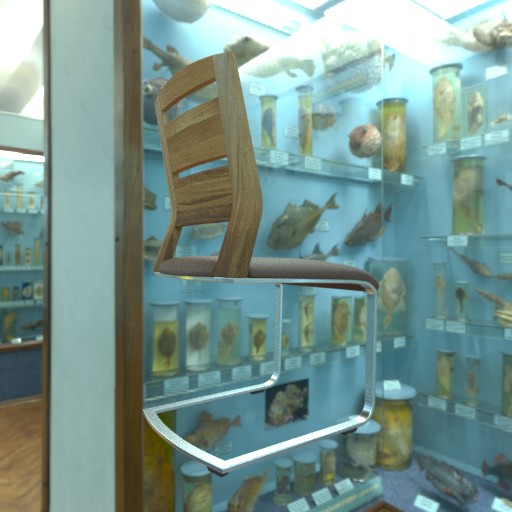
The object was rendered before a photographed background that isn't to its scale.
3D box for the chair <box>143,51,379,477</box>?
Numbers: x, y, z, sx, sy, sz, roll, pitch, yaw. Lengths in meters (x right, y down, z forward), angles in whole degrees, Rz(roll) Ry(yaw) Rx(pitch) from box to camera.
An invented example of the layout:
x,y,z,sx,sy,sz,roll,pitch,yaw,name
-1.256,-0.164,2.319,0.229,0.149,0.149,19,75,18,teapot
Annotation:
x,y,z,sx,sy,sz,roll,pitch,yaw,name
0.000,0.000,1.298,0.570,0.970,0.460,0,0,-36,chair
